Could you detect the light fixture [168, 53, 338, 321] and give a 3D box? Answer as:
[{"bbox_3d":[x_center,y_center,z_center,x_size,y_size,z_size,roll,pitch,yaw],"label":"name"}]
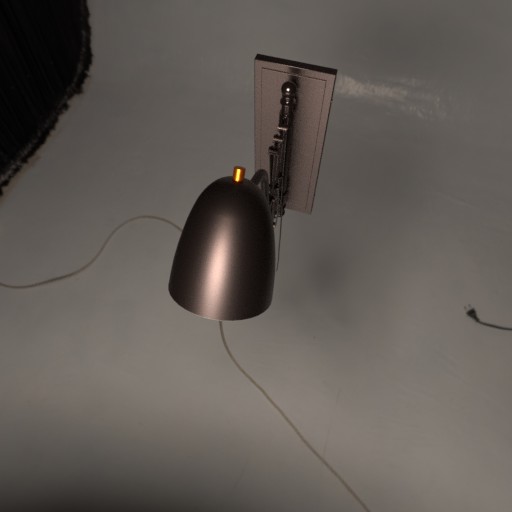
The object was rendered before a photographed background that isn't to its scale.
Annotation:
[{"bbox_3d":[0.000,0.000,0.942,0.162,0.715,0.499,15,61,9],"label":"light fixture"}]
